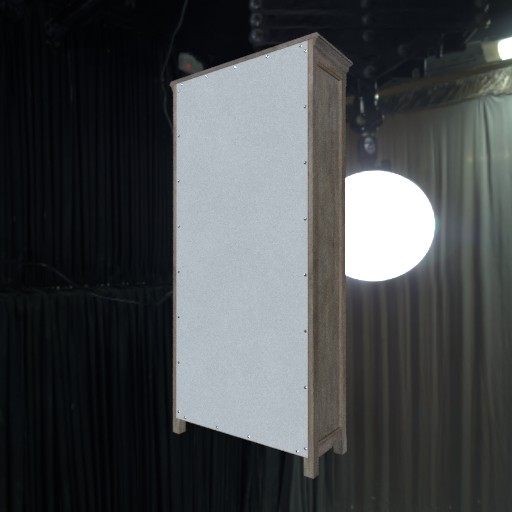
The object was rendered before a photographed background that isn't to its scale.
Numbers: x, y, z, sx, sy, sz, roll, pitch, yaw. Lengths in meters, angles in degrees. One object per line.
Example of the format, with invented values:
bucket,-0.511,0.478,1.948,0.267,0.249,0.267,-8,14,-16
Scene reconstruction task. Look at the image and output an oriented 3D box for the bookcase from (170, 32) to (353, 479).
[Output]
bookcase,0.000,0.000,2.260,0.906,1.880,0.348,0,0,36
